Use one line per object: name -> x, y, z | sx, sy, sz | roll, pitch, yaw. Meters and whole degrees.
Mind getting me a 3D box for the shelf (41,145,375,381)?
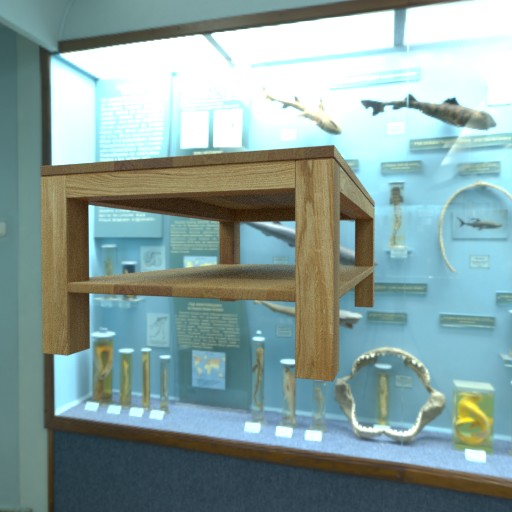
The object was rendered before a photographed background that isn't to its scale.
shelf -> 0.000, 0.000, 1.497 | 0.700, 0.450, 1.150 | 0, 1, 19
